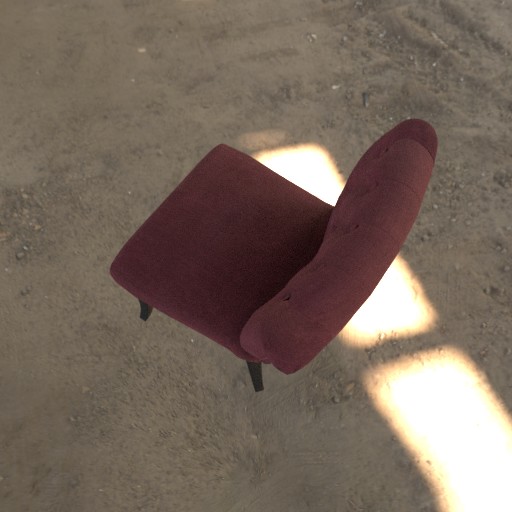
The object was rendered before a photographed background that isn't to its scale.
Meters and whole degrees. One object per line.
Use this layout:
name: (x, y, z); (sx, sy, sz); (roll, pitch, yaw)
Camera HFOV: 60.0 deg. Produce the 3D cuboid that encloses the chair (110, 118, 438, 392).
chair: (0.000, 0.000, 1.160); (0.605, 0.750, 0.582); (30, 67, 15)
